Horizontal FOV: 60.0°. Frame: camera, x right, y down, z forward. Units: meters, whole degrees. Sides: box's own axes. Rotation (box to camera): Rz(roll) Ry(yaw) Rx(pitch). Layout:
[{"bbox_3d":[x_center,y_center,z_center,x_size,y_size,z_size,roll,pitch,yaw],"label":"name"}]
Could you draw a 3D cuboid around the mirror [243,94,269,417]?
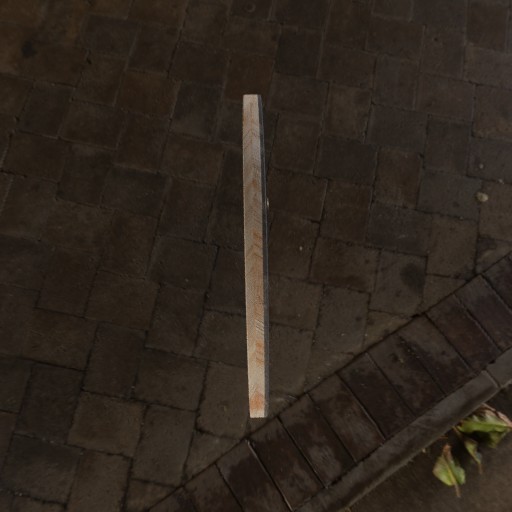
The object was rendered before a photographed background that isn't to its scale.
[{"bbox_3d":[0.000,0.000,1.040,0.038,0.710,0.710,-1,75,0],"label":"mirror"}]
